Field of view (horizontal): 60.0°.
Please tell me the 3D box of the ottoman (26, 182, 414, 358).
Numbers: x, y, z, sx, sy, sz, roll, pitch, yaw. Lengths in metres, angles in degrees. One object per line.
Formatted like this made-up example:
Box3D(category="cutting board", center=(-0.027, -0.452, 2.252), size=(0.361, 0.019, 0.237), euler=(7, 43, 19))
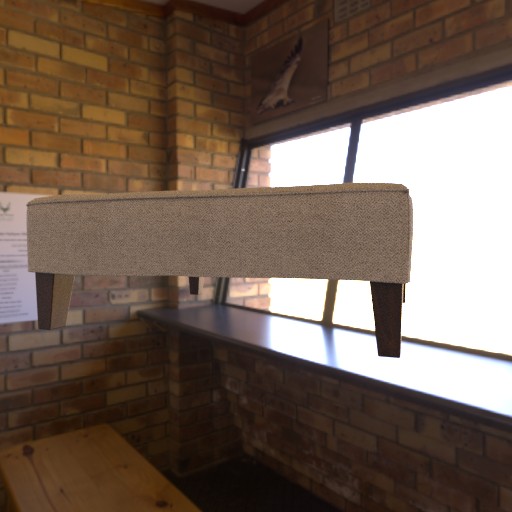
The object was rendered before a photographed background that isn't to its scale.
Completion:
Box3D(category="ottoman", center=(0.000, 0.000, 1.474), size=(0.982, 0.381, 0.973), euler=(1, 2, 19))
